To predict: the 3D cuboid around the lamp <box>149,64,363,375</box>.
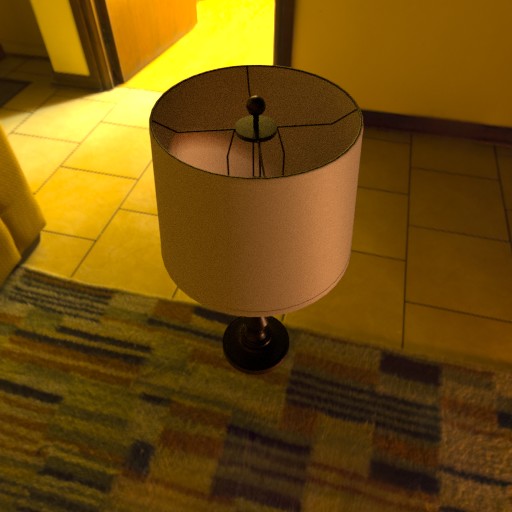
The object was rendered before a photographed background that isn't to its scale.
[{"bbox_3d":[0.000,0.000,0.945,0.383,0.726,0.383,0,48,0],"label":"lamp"}]
